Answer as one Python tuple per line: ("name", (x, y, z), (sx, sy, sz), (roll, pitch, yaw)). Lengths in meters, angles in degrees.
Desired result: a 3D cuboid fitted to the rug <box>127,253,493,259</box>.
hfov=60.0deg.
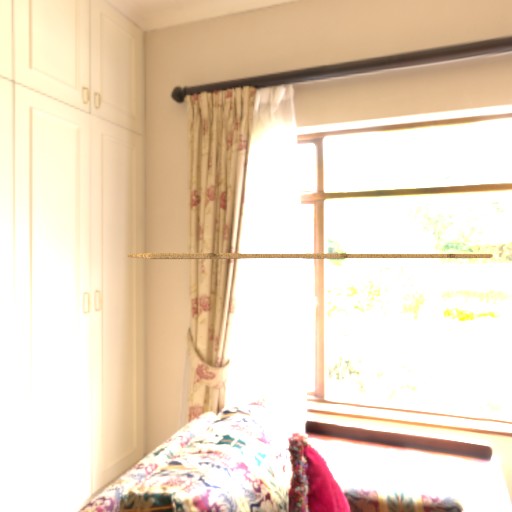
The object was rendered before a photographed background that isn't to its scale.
("rug", (0.000, 0.000, 3.365), (1.801, 0.026, 2.701), (0, 0, -18))
